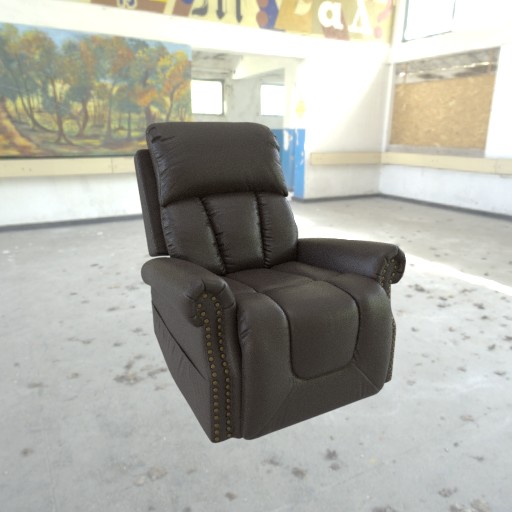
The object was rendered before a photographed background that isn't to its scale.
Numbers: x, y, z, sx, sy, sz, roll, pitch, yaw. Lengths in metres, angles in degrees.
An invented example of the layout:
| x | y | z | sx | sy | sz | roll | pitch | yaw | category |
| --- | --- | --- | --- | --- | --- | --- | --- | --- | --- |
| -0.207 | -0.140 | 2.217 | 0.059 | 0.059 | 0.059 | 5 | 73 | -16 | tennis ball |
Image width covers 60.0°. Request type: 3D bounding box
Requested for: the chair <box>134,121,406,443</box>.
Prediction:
| x | y | z | sx | sy | sz | roll | pitch | yaw | category |
| --- | --- | --- | --- | --- | --- | --- | --- | --- | --- |
| 0.000 | 0.000 | 1.754 | 0.869 | 1.028 | 0.978 | -9 | 18 | -28 | chair |
